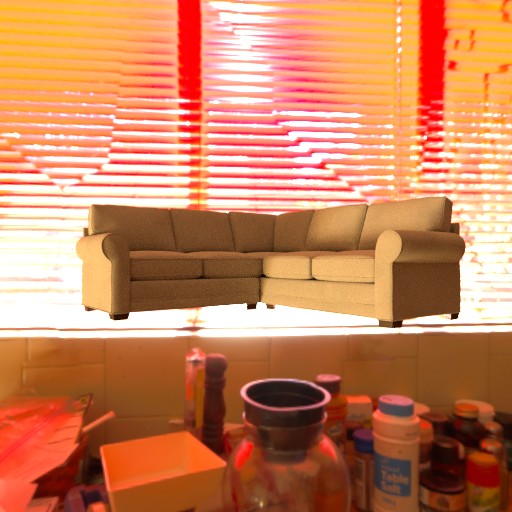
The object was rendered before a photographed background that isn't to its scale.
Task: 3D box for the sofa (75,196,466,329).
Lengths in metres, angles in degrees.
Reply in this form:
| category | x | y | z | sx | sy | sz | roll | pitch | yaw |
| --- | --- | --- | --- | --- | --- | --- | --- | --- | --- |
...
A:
| category | x | y | z | sx | sy | sz | roll | pitch | yaw |
| --- | --- | --- | --- | --- | --- | --- | --- | --- | --- |
| sofa | 0.000 | 0.000 | 3.917 | 2.487 | 1.053 | 2.562 | 0 | 0 | -36 |
